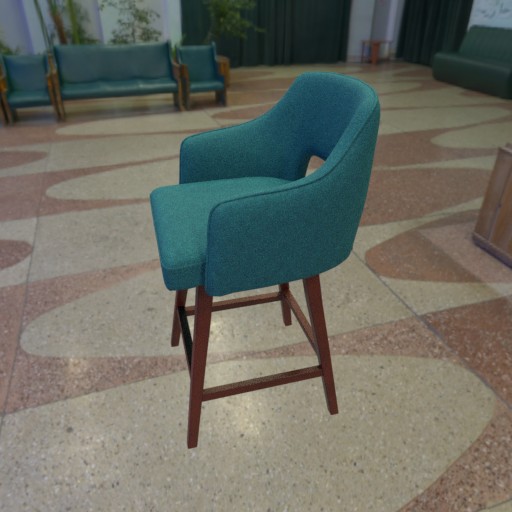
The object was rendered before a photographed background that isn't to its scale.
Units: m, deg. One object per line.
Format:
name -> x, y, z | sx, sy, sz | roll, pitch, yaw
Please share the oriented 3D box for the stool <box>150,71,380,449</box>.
stool -> 0.000, 0.000, 1.304 | 0.556, 0.961, 0.548 | -8, 32, -13
